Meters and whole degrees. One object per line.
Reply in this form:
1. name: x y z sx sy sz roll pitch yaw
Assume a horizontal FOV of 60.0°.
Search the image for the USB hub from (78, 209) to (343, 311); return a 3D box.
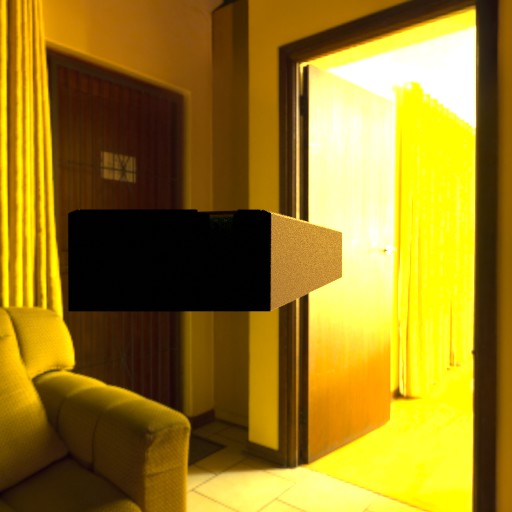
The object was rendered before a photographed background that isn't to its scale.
1. USB hub: 0.000 0.000 0.160 0.044 0.023 0.145 0 1 18
